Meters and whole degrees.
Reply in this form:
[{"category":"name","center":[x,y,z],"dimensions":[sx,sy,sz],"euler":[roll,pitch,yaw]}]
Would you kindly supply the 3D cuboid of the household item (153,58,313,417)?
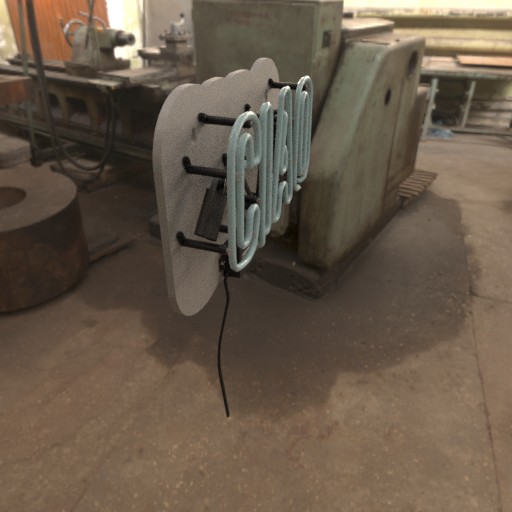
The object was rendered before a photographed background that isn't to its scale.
[{"category":"household item","center":[0.000,0.000,0.377],"dimensions":[0.042,0.294,0.211],"euler":[11,32,17]}]
